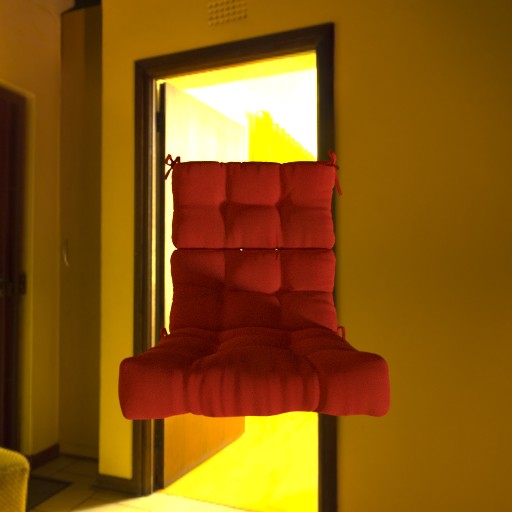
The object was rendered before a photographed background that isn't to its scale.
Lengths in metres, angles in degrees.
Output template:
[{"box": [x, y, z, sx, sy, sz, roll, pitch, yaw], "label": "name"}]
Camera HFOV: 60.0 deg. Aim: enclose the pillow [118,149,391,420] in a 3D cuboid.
[{"box": [0.000, 0.000, 1.036, 0.519, 0.605, 0.571, 0, -1, 0], "label": "pillow"}]
